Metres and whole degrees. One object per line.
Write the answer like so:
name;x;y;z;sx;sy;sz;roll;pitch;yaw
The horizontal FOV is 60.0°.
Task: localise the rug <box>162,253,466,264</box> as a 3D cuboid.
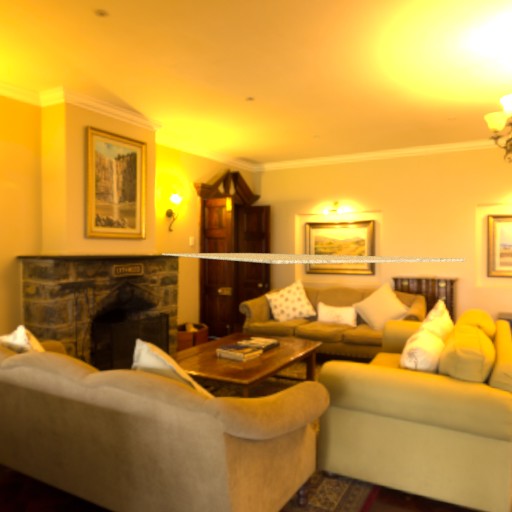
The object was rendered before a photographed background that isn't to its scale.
rug;0.000;0.000;2.666;0.775;0.012;2.452;0;1;-20
